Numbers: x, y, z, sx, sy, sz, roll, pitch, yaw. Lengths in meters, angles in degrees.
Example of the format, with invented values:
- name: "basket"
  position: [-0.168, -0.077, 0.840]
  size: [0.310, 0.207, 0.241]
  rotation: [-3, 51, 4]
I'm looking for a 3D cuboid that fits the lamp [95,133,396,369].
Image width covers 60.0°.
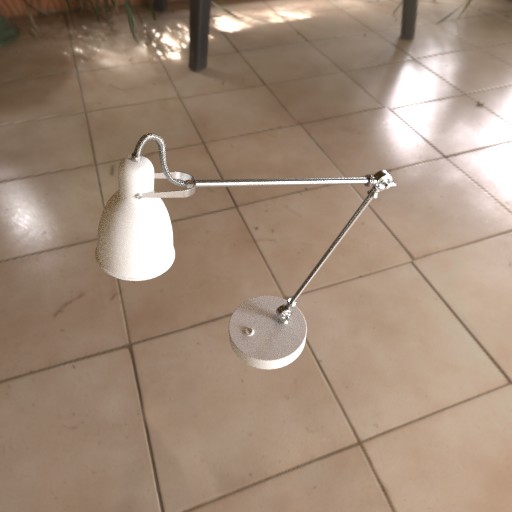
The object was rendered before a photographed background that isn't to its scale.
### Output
- name: "lamp"
  position: [0.000, 0.000, 0.866]
  size: [0.561, 0.587, 0.187]
  rotation: [-16, 48, -14]
